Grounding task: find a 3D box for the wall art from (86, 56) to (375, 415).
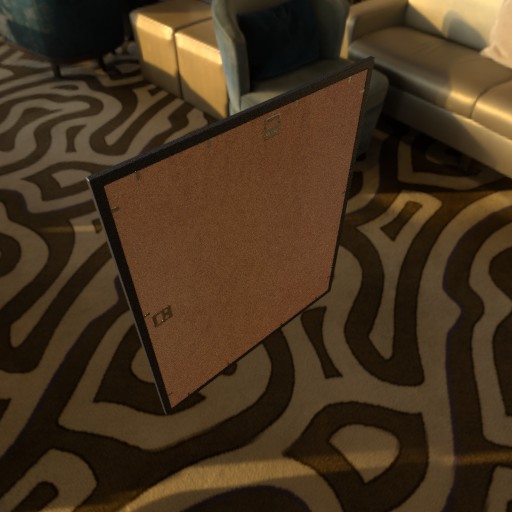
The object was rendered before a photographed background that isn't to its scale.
[{"bbox_3d":[0.000,0.000,0.912,0.559,0.660,0.018,-32,54,-27],"label":"wall art"}]
